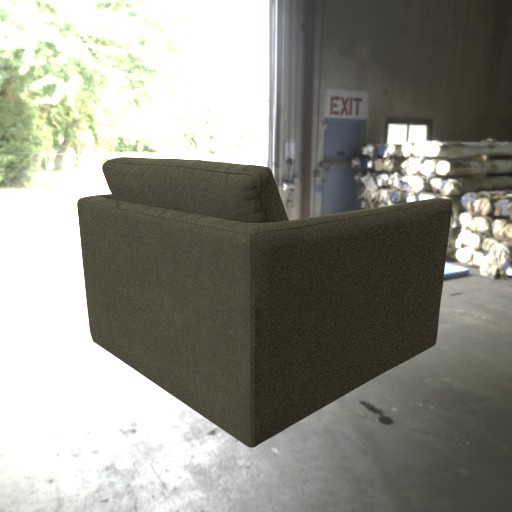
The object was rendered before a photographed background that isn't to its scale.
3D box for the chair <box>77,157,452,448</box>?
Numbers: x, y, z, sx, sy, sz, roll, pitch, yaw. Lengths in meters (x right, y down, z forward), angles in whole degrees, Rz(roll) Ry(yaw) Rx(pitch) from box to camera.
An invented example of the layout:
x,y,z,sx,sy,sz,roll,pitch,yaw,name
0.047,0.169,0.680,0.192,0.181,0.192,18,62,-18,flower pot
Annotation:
x,y,z,sx,sy,sz,roll,pitch,yaw,name
0.000,0.000,1.875,1.091,0.845,1.190,-13,19,-43,chair
